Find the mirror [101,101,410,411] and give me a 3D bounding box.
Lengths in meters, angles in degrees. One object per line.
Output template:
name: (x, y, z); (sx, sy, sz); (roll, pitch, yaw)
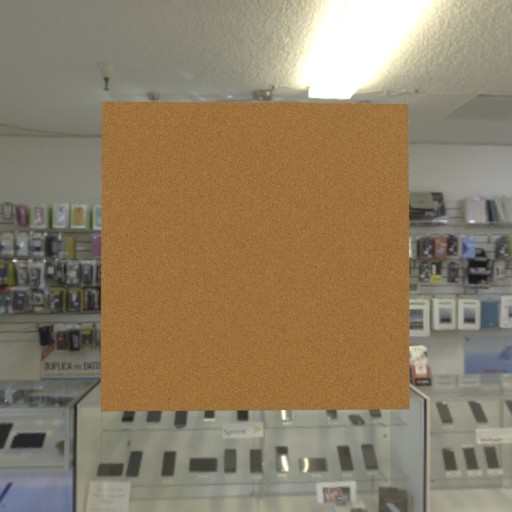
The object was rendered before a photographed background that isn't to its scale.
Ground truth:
mirror: (0.000, 0.000, 1.188); (0.804, 0.804, 0.061); (0, -1, -1)
